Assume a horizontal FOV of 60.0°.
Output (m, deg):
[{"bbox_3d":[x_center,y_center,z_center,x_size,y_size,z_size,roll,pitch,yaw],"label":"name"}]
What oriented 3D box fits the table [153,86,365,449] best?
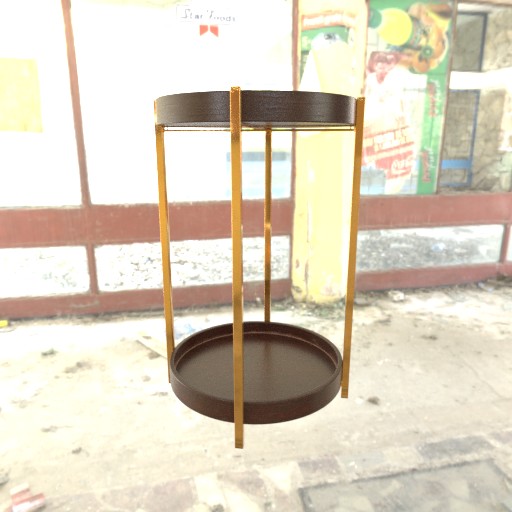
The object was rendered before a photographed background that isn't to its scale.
[{"bbox_3d":[0.000,0.000,0.908,0.400,0.610,0.400,2,15,9],"label":"table"}]
